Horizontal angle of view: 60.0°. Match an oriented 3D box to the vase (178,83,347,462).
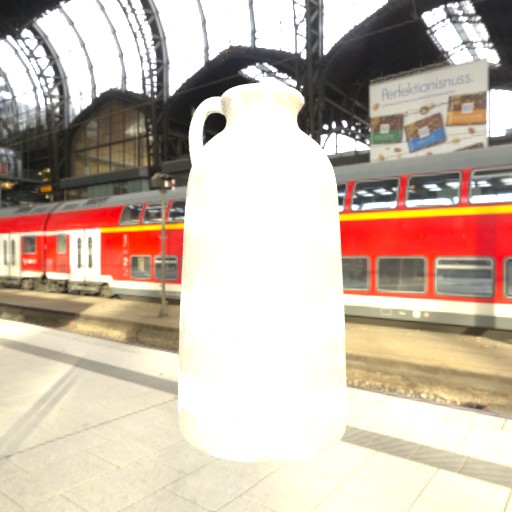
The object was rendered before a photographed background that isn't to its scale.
[{"bbox_3d":[0.000,0.000,0.500,0.203,0.382,0.186,0,1,36],"label":"vase"}]
